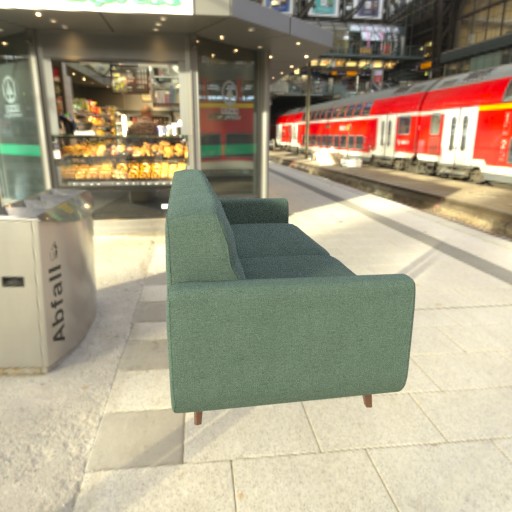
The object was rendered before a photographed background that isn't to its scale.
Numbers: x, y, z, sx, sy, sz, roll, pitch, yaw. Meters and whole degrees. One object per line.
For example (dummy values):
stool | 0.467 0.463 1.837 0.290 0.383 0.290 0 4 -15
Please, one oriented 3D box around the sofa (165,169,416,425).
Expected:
sofa | 0.000 0.000 2.460 0.909 0.841 2.029 -3 16 -9
